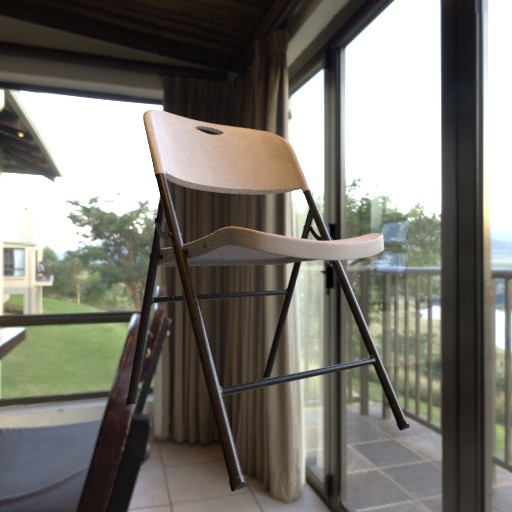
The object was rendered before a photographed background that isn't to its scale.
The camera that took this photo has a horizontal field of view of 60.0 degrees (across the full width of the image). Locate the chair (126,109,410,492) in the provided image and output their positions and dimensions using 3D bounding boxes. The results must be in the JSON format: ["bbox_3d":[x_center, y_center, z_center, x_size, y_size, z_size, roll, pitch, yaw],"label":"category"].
[{"bbox_3d":[0.000,0.000,1.127,0.494,0.810,0.566,0,0,-35],"label":"chair"}]
